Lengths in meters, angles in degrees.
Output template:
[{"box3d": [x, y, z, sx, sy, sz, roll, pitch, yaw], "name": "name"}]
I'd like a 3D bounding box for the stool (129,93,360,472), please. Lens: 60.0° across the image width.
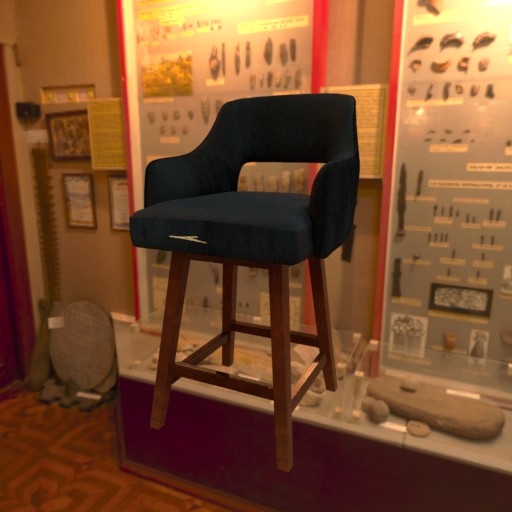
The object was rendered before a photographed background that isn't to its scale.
[{"box3d": [0.000, 0.000, 1.285, 0.550, 0.940, 0.560, 6, 15, 25], "name": "stool"}]
